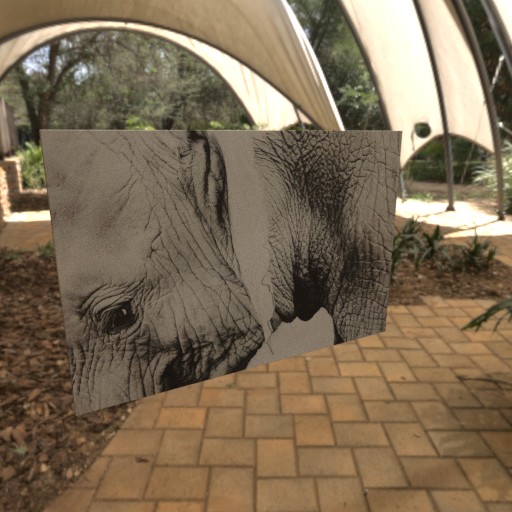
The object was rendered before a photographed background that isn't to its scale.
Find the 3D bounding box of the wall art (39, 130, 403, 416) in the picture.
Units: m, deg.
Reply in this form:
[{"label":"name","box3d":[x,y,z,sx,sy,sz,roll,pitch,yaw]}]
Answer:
[{"label":"wall art","box3d":[0.000,0.000,1.114,0.914,0.607,0.023,-8,18,-27]}]
